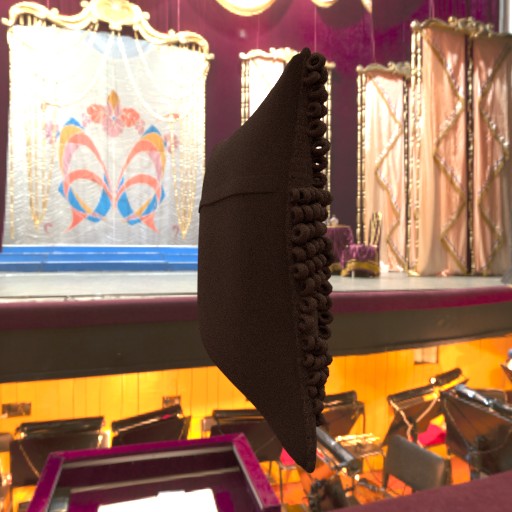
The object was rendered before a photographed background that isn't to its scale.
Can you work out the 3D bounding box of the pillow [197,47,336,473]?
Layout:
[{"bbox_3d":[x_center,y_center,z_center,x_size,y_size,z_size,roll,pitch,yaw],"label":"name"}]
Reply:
[{"bbox_3d":[0.000,0.000,0.702,0.172,0.467,0.470,0,1,-17],"label":"pillow"}]
